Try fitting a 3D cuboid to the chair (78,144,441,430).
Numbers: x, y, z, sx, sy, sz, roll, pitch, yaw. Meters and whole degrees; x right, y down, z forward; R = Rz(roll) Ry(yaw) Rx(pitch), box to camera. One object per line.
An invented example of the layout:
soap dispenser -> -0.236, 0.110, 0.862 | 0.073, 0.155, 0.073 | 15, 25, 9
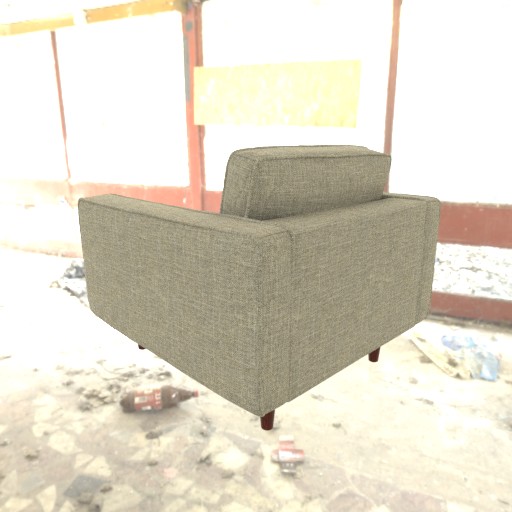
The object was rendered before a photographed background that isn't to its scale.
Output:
chair -> 0.000, 0.000, 1.556 | 0.889, 0.765, 0.914 | -14, 21, -42
